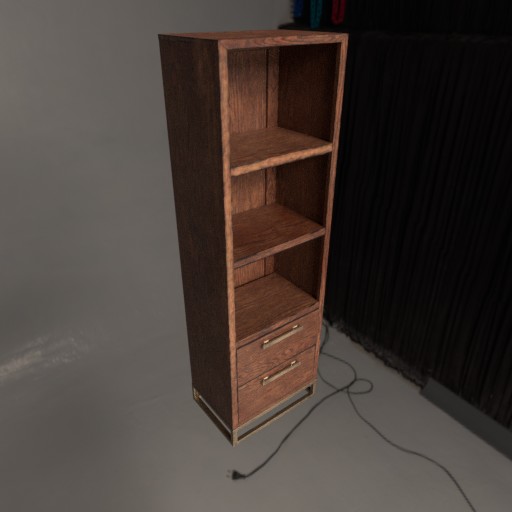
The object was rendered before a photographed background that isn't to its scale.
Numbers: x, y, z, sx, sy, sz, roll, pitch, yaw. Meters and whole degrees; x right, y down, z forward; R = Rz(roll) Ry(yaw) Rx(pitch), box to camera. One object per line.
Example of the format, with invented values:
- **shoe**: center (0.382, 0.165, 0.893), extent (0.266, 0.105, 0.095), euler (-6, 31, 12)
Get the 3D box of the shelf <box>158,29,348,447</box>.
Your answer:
- **shelf**: center (0.000, 0.000, 1.930), extent (0.539, 1.732, 0.395), euler (-21, 36, -32)
